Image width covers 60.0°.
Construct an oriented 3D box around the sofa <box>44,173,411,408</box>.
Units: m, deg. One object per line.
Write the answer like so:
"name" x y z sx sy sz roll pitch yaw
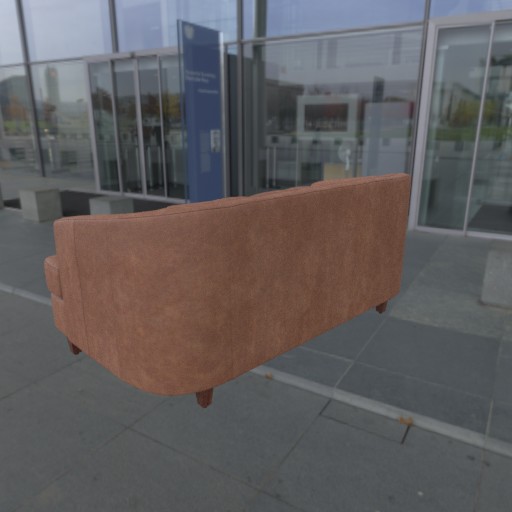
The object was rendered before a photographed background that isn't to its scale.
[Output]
"sofa" 0.000 0.000 2.236 1.755 0.786 0.914 -16 23 -41
